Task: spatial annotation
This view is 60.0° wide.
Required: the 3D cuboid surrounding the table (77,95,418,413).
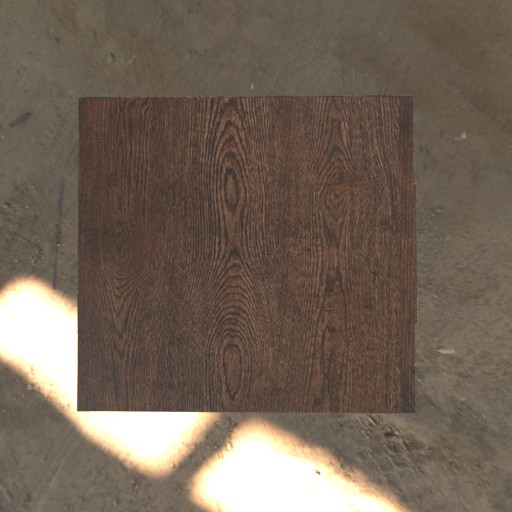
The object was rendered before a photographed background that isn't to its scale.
[{"bbox_3d":[0.000,0.000,0.998,0.566,0.582,0.506,0,89,1],"label":"table"}]
